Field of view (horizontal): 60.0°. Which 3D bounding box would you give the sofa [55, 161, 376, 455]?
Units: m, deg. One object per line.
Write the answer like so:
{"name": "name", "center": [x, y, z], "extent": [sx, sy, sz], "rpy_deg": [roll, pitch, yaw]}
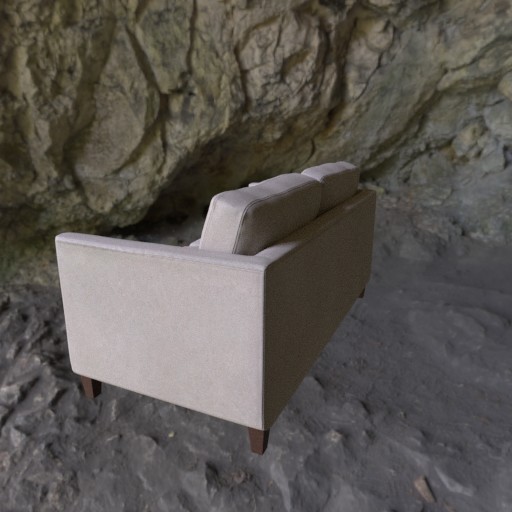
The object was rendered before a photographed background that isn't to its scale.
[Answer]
{"name": "sofa", "center": [0.000, 0.000, 2.408], "extent": [0.950, 0.940, 1.846], "rpy_deg": [8, 18, 24]}
